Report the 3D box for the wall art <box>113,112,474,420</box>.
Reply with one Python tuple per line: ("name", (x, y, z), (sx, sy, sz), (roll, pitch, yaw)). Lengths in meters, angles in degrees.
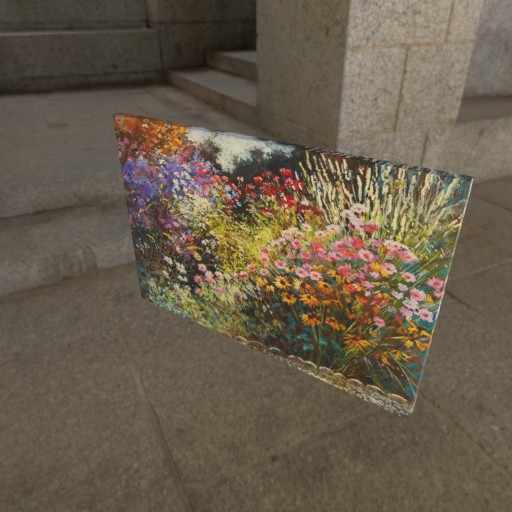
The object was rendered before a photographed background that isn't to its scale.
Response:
("wall art", (0.000, 0.000, 1.431), (1.136, 0.760, 0.042), (19, 35, 29))
